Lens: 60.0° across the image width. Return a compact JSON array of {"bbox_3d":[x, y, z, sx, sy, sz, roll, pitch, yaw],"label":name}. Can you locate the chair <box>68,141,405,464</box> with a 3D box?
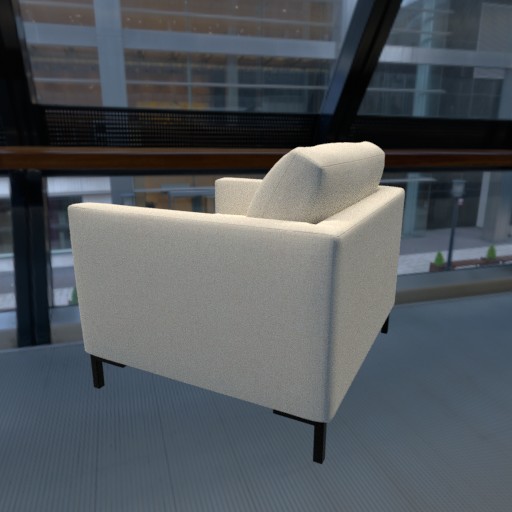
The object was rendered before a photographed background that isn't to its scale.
[{"bbox_3d":[0.000,0.000,1.618,0.875,0.806,0.964,8,17,26],"label":"chair"}]
